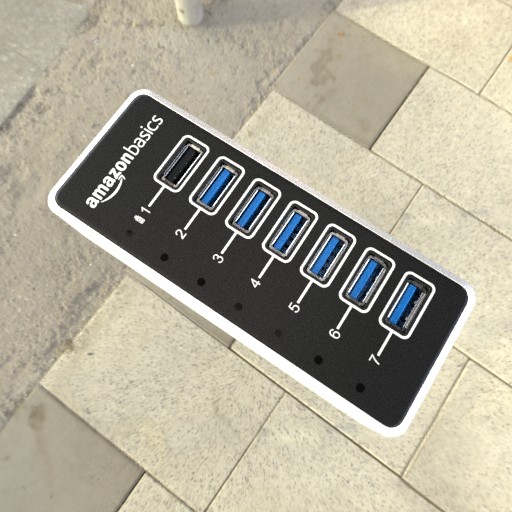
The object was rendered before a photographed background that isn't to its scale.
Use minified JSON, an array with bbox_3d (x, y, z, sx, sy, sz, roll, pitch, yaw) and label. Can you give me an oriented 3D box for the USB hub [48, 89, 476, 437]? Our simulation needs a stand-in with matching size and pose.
[{"bbox_3d":[0.000,0.000,0.126,0.110,0.023,0.044,33,78,8],"label":"USB hub"}]
